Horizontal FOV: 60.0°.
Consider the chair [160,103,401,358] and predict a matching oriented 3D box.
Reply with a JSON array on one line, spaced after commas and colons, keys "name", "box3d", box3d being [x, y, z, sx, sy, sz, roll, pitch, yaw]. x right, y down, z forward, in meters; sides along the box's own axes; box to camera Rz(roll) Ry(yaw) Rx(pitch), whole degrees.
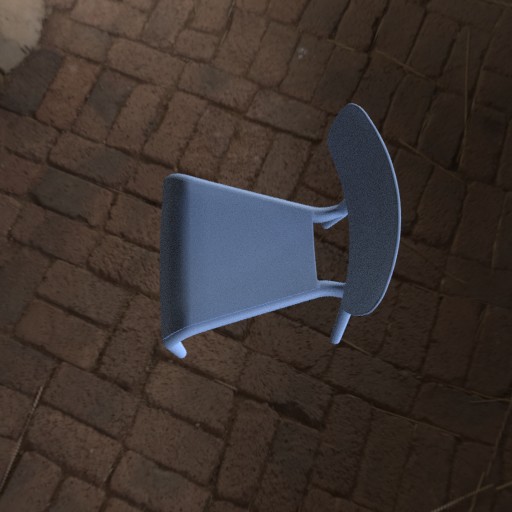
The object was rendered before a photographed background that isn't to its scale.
[{"name": "chair", "box3d": [0.000, 0.000, 0.842, 0.401, 0.580, 0.356, -2, 76, -1]}]
